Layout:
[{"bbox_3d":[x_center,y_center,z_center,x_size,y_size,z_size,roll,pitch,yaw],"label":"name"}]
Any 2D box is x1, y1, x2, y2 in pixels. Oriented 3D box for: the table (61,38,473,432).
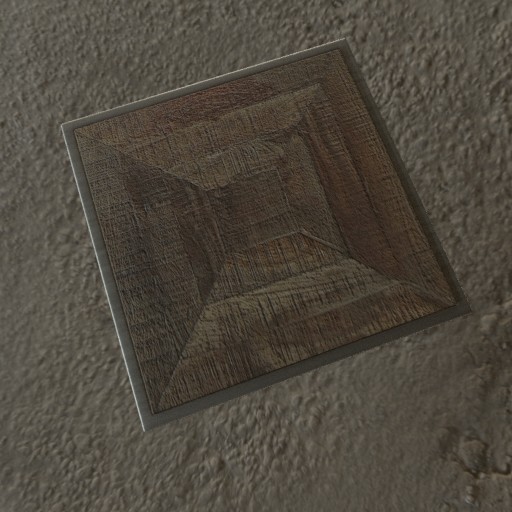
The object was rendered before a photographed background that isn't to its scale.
[{"bbox_3d":[0.000,0.000,0.855,0.450,0.500,0.449,-19,77,-5],"label":"table"}]
